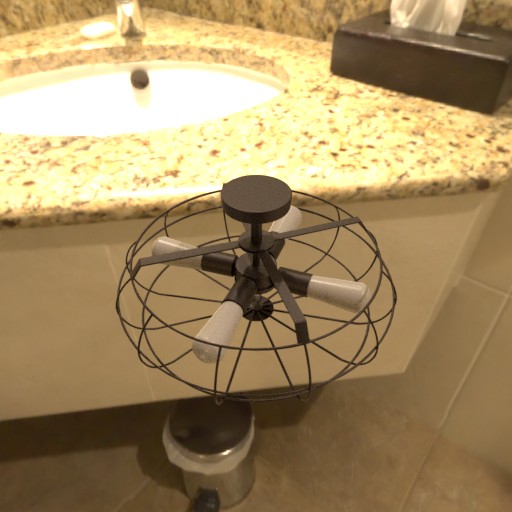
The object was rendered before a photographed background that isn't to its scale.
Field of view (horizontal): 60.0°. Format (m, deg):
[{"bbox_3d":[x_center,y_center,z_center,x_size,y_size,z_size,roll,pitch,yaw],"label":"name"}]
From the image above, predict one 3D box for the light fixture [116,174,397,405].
[{"bbox_3d":[0.000,0.000,0.915,0.582,0.311,0.582,0,41,0],"label":"light fixture"}]
